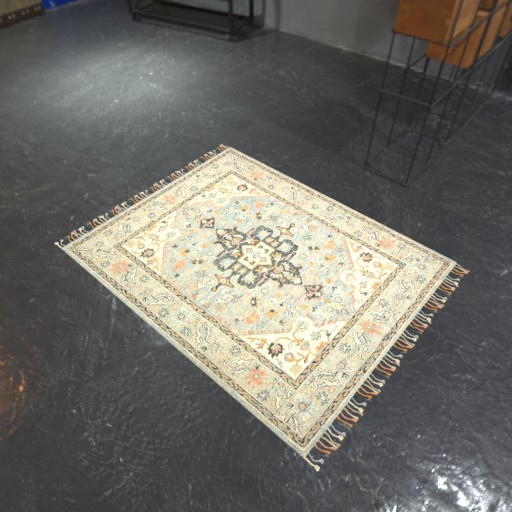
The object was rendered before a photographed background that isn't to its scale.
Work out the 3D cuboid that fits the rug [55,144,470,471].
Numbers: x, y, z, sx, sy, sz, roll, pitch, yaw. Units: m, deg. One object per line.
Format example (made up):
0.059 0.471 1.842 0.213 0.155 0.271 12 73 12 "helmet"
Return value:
0.000 0.000 2.277 1.730 0.009 1.278 33 55 27 "rug"
